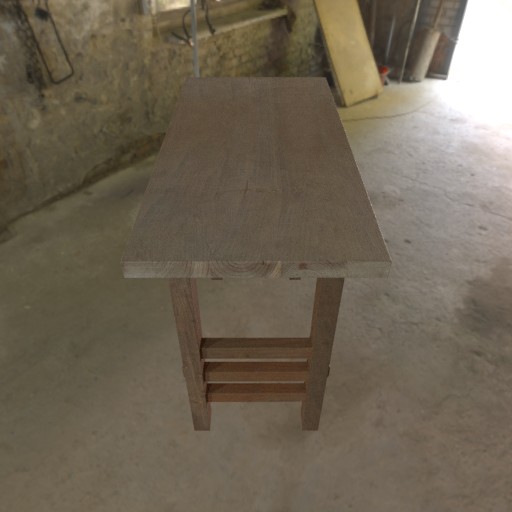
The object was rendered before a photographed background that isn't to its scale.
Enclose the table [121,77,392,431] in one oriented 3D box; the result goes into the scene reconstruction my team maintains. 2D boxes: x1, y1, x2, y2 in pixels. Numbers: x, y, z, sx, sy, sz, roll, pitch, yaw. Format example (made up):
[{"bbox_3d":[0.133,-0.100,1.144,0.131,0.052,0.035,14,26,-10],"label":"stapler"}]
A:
[{"bbox_3d":[0.000,0.000,1.627,0.556,0.914,1.119,0,40,0],"label":"table"}]
